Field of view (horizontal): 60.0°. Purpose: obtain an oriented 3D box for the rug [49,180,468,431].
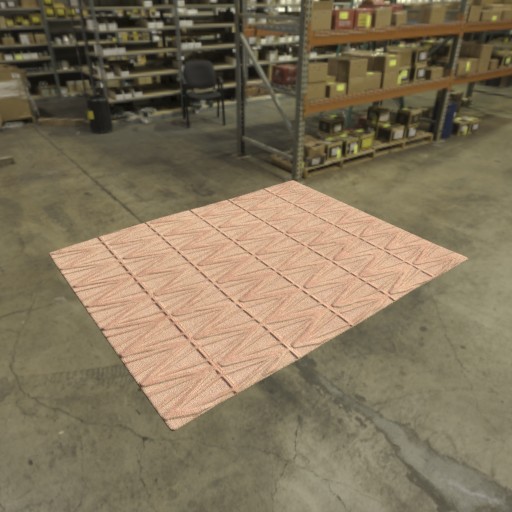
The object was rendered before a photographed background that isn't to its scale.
[{"bbox_3d":[0.000,0.000,4.110,3.052,0.043,2.453,-22,37,-31],"label":"rug"}]
